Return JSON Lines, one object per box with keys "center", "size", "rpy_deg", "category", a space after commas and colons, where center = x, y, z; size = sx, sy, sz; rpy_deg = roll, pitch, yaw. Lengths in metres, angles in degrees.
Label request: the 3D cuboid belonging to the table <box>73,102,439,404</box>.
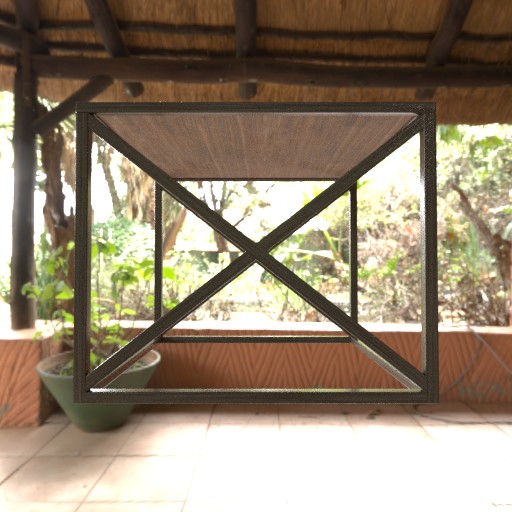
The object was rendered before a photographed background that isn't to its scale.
{"center": [0.000, 0.000, 1.048], "size": [0.611, 0.507, 0.609], "rpy_deg": [0, -1, 0], "category": "table"}
